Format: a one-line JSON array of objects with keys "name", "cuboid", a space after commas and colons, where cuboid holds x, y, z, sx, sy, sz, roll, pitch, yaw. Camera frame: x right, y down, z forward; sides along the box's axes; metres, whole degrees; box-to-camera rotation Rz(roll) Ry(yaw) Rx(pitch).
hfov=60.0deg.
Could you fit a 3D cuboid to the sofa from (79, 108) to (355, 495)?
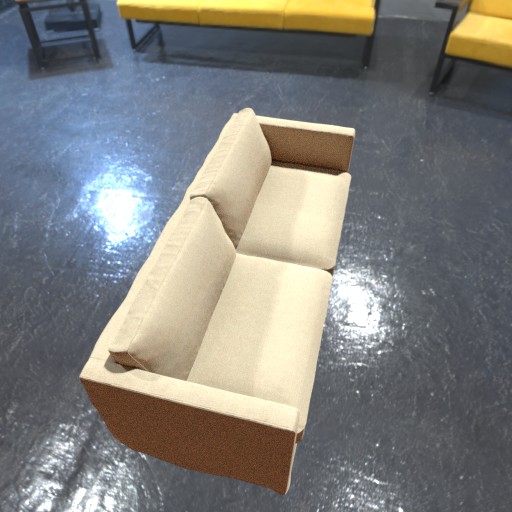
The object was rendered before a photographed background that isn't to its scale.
[{"name": "sofa", "cuboid": [0.000, 0.000, 2.721, 0.962, 0.853, 2.312, 11, 47, 10]}]
